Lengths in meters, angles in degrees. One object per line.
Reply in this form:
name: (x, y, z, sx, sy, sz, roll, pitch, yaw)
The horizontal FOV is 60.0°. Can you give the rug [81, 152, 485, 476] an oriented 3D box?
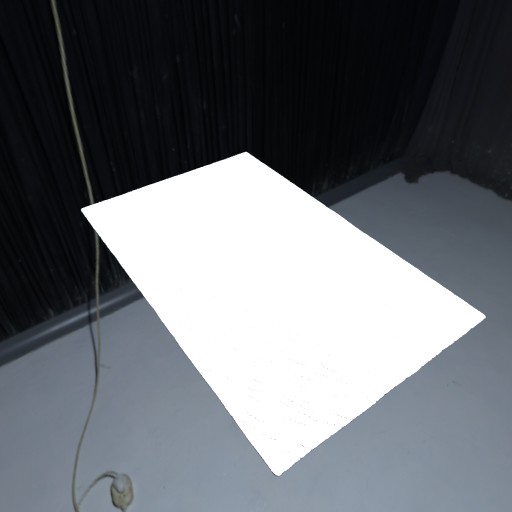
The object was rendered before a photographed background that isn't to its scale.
rug: (0.000, 0.000, 2.971, 1.546, 0.010, 2.442, -25, 47, -26)
